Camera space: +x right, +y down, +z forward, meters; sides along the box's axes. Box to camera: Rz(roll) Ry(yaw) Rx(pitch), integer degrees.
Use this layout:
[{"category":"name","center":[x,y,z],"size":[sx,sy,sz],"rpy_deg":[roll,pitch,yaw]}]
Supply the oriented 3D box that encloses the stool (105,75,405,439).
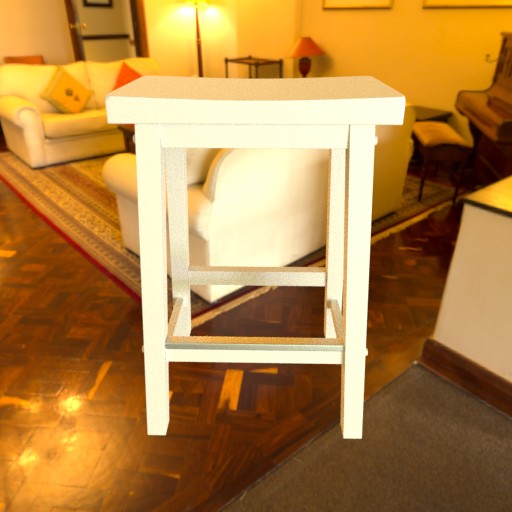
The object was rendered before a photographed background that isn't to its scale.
[{"category":"stool","center":[0.000,0.000,0.836],"size":[0.406,0.610,0.322],"rpy_deg":[1,29,1]}]
